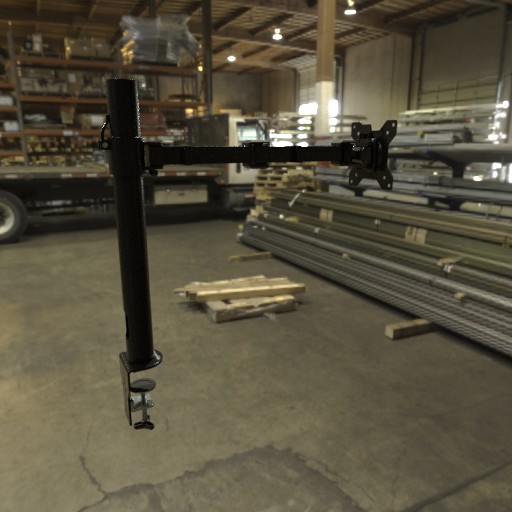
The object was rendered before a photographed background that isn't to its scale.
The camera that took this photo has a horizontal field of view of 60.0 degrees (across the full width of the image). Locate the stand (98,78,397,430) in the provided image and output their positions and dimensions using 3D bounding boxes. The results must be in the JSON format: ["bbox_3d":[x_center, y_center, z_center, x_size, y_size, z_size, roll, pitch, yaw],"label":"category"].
[{"bbox_3d":[0.000,0.000,0.718,0.456,0.510,0.115,-7,16,-26],"label":"stand"}]
